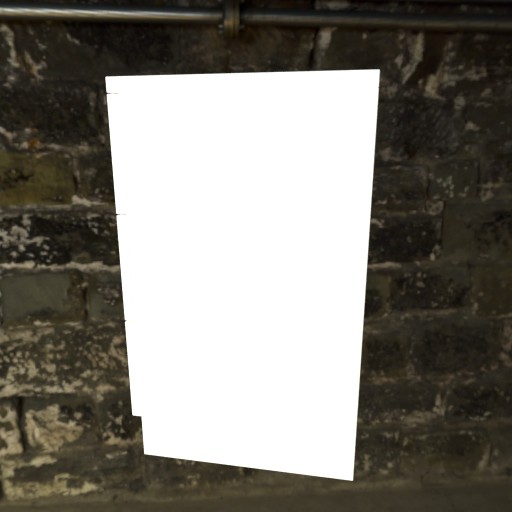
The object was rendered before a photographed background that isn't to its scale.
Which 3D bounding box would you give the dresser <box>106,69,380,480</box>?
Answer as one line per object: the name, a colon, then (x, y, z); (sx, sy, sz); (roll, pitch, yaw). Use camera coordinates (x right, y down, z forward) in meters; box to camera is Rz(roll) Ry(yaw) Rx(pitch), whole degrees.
dresser: (0.000, 0.000, 0.798); (0.360, 0.560, 0.400); (3, 15, 10)
